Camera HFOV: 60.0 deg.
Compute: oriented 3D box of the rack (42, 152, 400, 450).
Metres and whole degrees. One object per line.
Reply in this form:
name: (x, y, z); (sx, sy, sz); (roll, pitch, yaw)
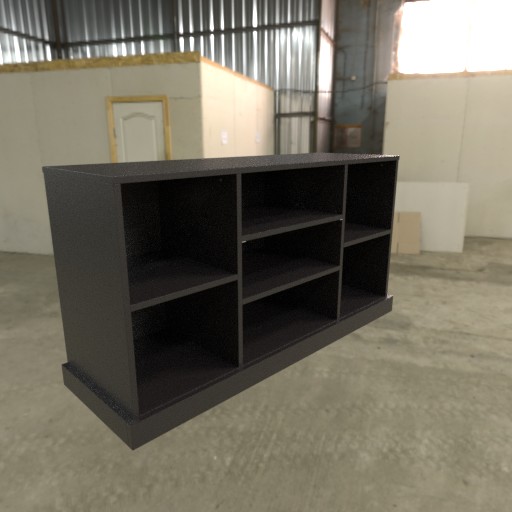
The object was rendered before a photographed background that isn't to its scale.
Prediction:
rack: (0.000, 0.000, 1.501); (1.206, 0.635, 0.399); (-15, 21, -43)
